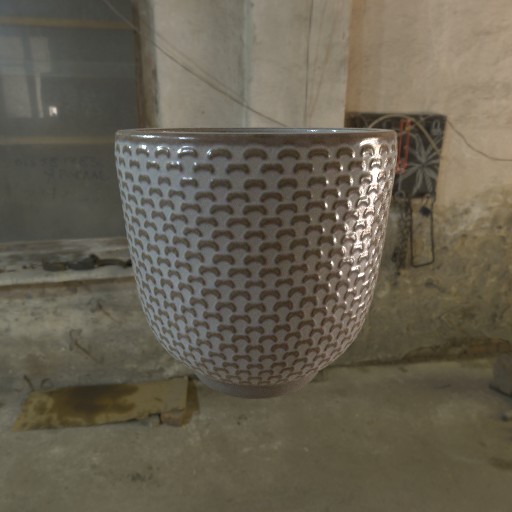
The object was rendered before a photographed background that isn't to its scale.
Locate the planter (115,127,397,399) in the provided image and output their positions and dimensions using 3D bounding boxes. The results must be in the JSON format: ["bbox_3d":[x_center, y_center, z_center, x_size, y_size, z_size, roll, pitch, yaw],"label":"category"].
[{"bbox_3d":[0.000,0.000,0.346,0.197,0.191,0.197,0,17,0],"label":"planter"}]
